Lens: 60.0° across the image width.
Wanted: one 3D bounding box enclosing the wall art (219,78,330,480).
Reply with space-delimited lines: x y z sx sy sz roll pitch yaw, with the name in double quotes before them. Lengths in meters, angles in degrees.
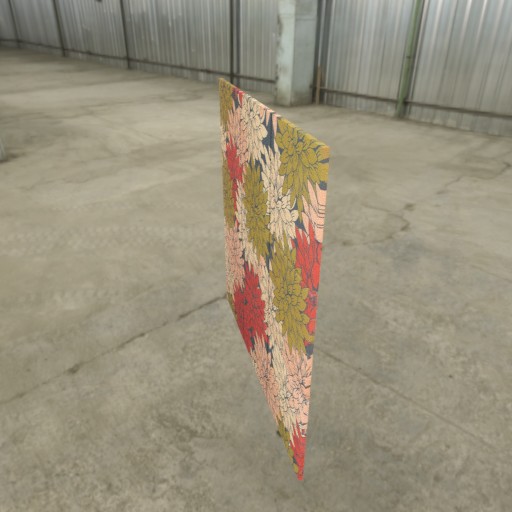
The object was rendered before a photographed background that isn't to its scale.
"wall art" 0.000 0.000 1.365 0.013 0.913 0.904 -8 30 -14
